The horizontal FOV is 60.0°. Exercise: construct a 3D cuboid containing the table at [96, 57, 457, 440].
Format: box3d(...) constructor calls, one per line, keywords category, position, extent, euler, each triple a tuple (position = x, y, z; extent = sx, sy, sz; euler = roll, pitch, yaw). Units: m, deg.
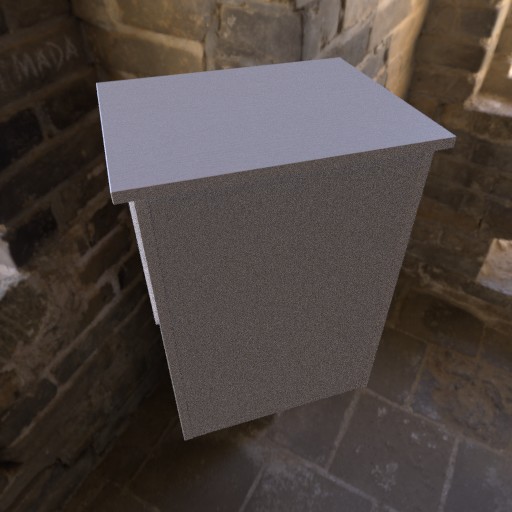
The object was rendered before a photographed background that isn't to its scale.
box3d(category="table", position=(0.000, 0.000, 0.920), extent=(0.480, 0.635, 0.381), euler=(-12, 42, -13))
